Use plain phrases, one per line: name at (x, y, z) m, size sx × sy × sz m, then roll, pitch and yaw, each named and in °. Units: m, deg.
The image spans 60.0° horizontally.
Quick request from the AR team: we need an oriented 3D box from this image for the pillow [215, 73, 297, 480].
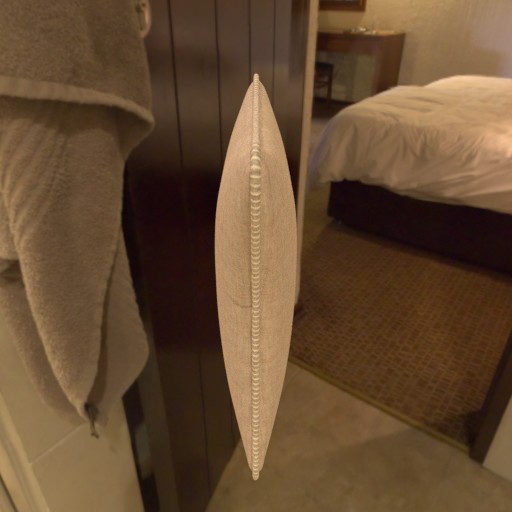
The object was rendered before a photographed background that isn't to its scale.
pillow at (0.000, 0.000, 0.718) m, size 0.124 × 0.494 × 0.485 m, roll 0°, pitch 31°, yaw 0°
